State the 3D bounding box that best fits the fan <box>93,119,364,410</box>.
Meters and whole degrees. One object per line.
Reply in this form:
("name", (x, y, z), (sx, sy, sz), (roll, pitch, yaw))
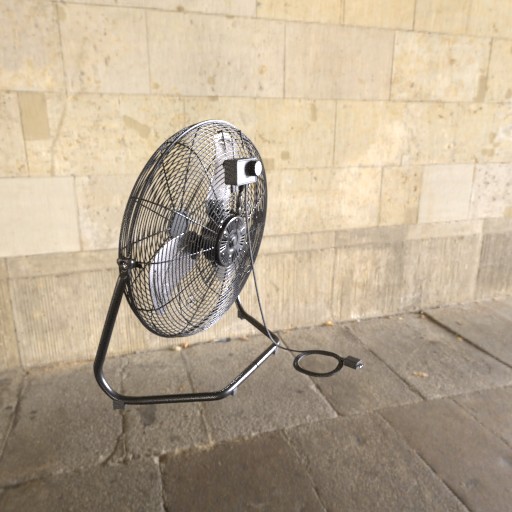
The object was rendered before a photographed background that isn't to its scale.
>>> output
("fan", (0.000, 0.000, 1.025), (0.470, 0.605, 0.595), (8, 18, 27))
